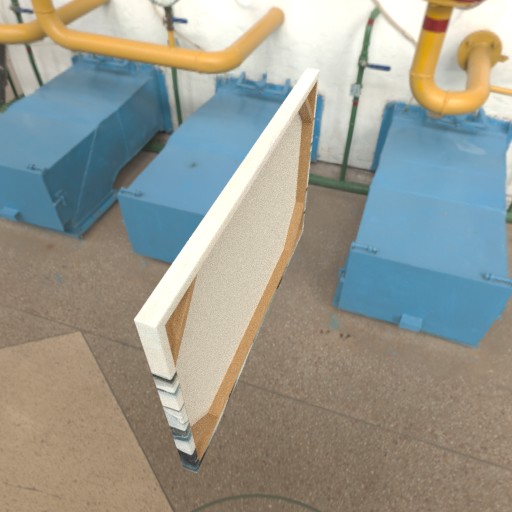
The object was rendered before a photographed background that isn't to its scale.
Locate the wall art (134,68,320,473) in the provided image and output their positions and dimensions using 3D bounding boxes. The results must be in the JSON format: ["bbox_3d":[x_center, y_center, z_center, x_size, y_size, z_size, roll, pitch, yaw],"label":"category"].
[{"bbox_3d":[0.000,0.000,1.151,0.039,0.609,0.914,15,48,14],"label":"wall art"}]
